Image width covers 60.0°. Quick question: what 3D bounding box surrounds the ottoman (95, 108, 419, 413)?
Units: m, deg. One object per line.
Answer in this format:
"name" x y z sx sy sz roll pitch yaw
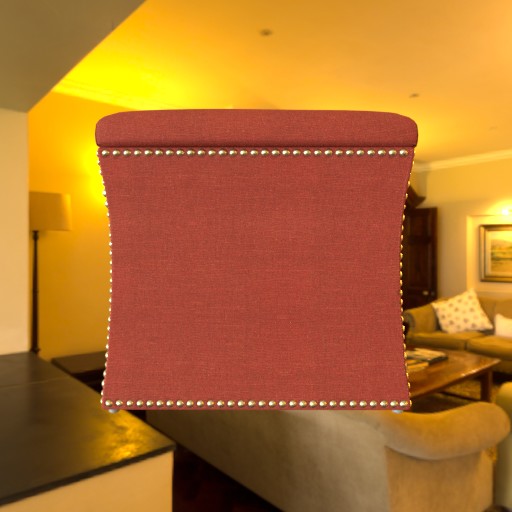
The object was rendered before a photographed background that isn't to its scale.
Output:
"ottoman" 0.000 0.000 0.891 0.497 0.475 0.507 0 0 0
